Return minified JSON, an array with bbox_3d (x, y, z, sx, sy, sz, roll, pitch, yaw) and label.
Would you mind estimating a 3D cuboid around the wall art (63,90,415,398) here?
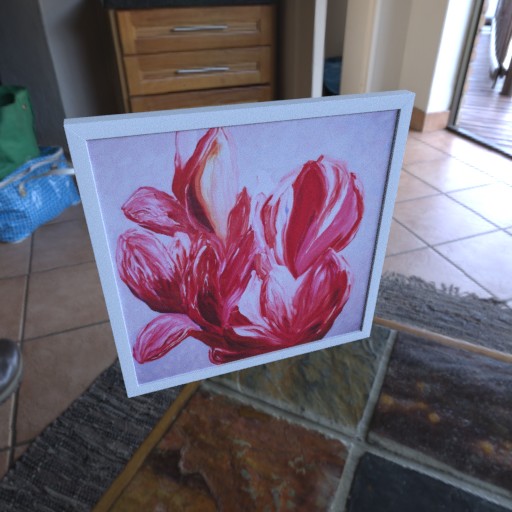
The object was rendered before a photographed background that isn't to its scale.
[{"bbox_3d":[0.000,0.000,0.681,0.455,0.453,0.023,-10,34,-16],"label":"wall art"}]
